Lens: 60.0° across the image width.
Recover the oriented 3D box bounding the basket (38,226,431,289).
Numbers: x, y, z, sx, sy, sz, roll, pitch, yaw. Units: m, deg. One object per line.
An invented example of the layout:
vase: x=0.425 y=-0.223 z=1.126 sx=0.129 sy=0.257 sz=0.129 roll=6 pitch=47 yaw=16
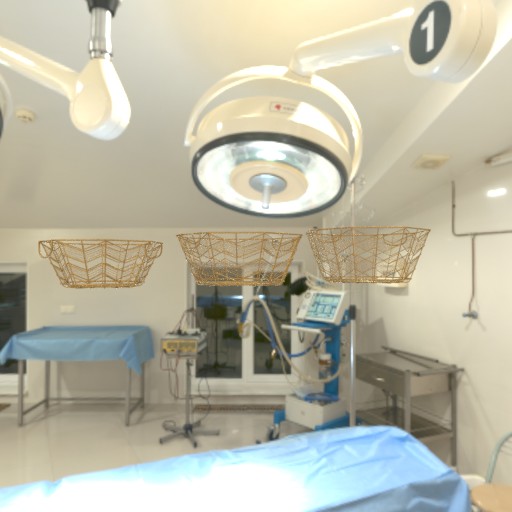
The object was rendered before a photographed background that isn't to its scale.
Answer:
basket: x=0.000 y=0.000 z=1.407 sx=1.245 sy=0.178 sz=0.432 roll=0 pitch=-1 yaw=-21
